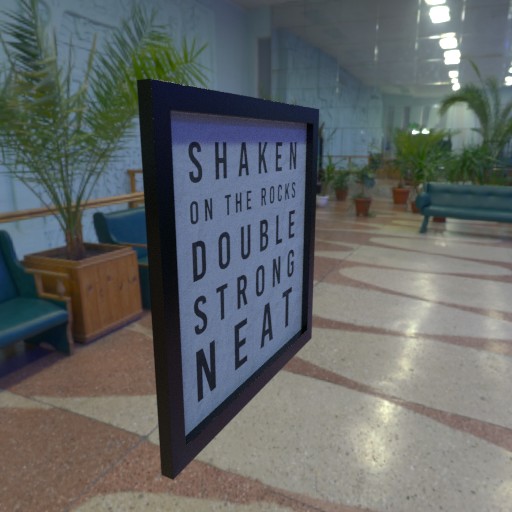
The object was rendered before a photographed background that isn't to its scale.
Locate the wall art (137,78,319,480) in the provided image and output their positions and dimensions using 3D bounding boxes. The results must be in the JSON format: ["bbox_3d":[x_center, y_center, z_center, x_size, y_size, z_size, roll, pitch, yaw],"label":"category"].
[{"bbox_3d":[0.000,0.000,0.520,0.014,0.349,0.349,8,16,27],"label":"wall art"}]
